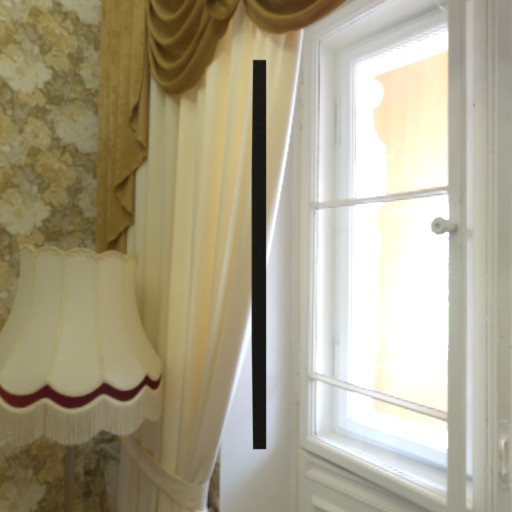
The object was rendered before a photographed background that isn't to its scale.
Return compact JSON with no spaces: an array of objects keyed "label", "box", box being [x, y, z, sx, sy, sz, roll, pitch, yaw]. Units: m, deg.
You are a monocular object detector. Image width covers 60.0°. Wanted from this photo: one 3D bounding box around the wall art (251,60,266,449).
[{"label":"wall art","box":[0.000,0.000,1.232,0.049,0.659,0.964,0,0,1]}]
